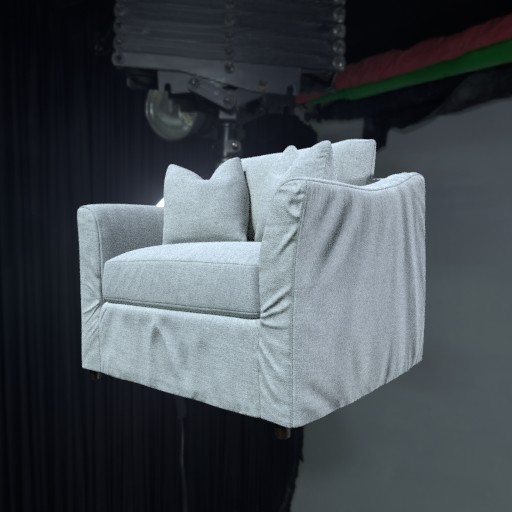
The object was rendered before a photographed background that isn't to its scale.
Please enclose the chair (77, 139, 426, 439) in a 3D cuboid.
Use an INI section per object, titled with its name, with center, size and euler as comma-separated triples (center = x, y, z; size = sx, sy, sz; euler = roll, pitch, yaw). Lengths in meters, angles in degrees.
[chair]
center = 0.000, 0.000, 1.988
size = 1.194, 1.059, 1.071
euler = 0, 0, 38
